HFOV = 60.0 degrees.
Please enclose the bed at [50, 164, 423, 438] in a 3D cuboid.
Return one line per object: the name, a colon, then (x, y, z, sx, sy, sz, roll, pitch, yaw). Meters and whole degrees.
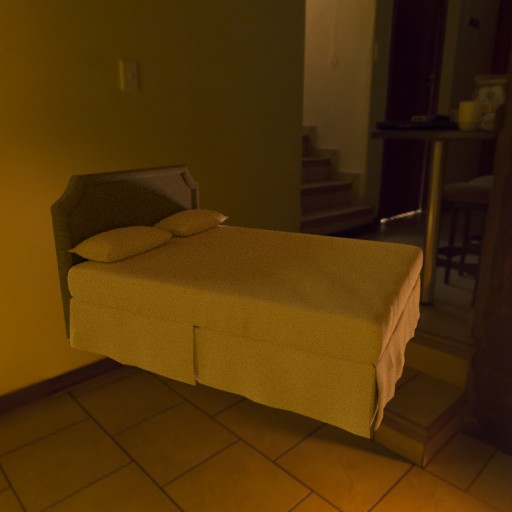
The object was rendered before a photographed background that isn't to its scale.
bed: (0.000, 0.000, 3.593, 2.464, 1.306, 1.977, 8, 17, 25)
